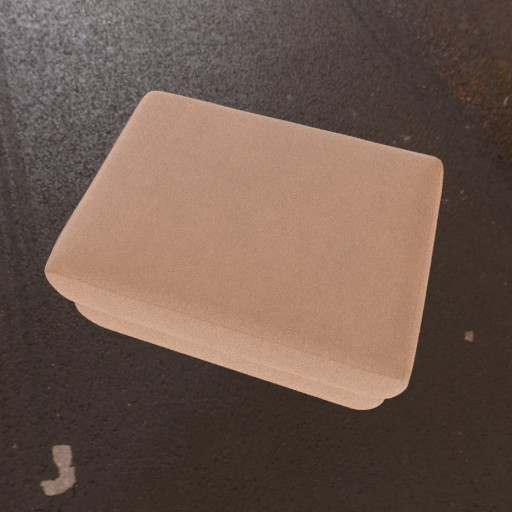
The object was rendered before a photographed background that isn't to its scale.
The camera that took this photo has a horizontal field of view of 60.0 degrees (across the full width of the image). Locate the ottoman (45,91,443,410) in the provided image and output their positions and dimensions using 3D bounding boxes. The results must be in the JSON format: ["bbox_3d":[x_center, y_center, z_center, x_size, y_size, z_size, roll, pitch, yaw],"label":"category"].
[{"bbox_3d":[0.000,0.000,1.139,0.773,0.499,0.569,16,64,8],"label":"ottoman"}]
